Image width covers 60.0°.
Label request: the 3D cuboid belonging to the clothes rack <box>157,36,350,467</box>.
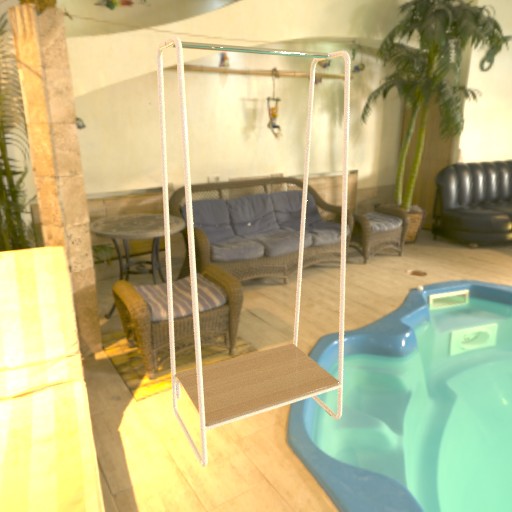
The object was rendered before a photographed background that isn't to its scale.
[{"bbox_3d":[0.000,0.000,1.744,0.640,1.500,0.400,-8,19,-25],"label":"clothes rack"}]
